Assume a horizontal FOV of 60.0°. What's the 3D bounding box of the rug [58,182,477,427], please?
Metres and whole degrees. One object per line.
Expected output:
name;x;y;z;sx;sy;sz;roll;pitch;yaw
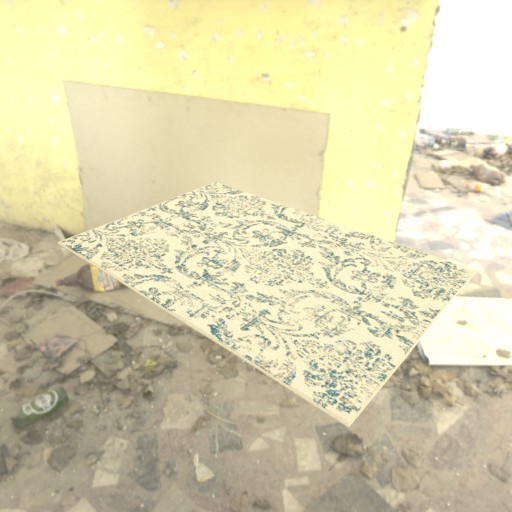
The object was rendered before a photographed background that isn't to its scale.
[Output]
rug;0.000;0.000;2.306;1.831;0.012;1.213;24;38;34
